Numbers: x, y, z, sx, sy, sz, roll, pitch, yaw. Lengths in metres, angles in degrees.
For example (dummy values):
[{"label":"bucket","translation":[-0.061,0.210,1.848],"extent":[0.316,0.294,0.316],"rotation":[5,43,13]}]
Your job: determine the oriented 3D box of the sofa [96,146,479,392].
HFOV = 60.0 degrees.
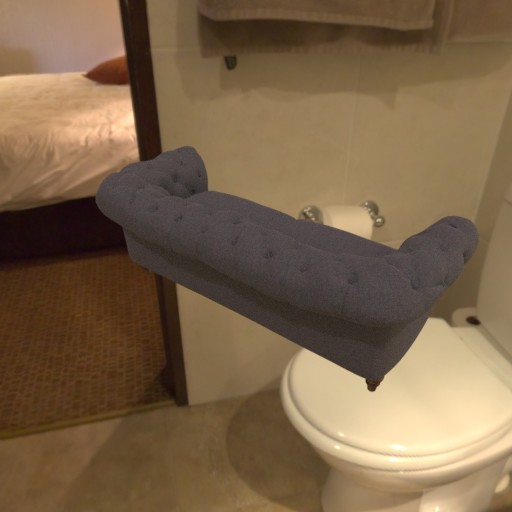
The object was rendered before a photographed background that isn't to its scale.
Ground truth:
[{"label":"sofa","translation":[0.000,0.000,2.831],"extent":[2.335,0.836,1.046],"rotation":[22,37,32]}]
